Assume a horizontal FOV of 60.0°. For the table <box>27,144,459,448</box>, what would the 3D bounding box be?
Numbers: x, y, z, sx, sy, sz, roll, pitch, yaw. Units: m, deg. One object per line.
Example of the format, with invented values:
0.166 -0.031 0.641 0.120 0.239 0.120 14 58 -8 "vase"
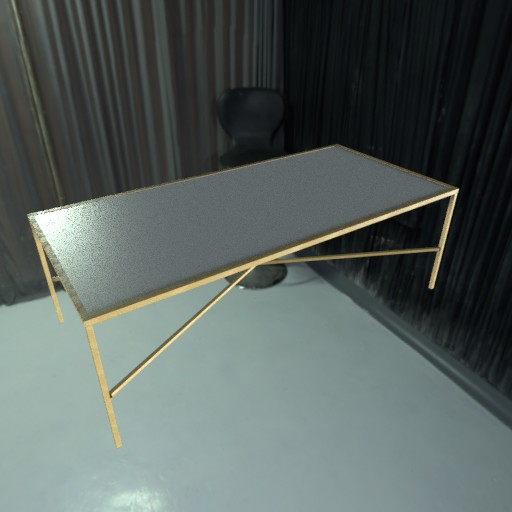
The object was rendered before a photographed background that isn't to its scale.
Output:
0.000 0.000 1.467 1.206 0.398 0.580 -19 36 -29 "table"
